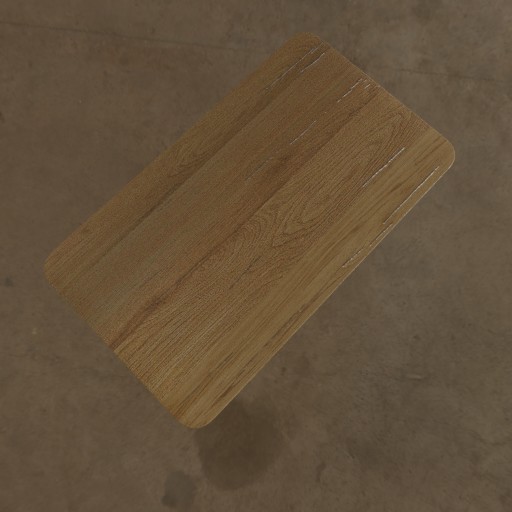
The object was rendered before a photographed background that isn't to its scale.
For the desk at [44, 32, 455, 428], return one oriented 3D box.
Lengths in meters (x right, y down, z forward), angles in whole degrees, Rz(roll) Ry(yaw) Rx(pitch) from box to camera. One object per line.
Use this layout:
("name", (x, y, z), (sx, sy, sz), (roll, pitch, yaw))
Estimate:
("desk", (0.000, 0.000, 1.257), (0.440, 0.790, 0.760), (43, 80, 10))
